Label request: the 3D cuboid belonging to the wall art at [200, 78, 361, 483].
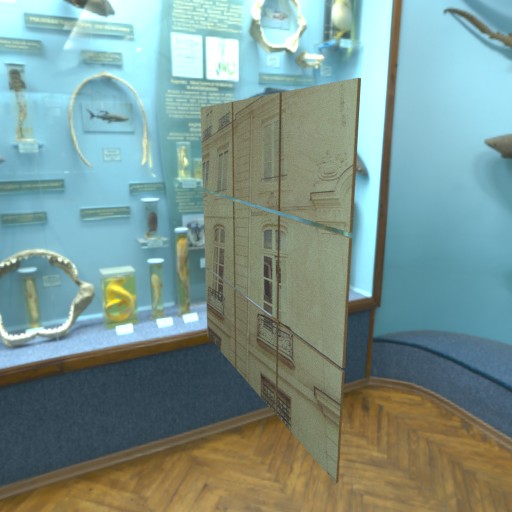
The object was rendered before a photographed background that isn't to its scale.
[{"bbox_3d":[0.000,0.000,2.254,0.023,1.522,1.526,-7,16,-25],"label":"wall art"}]
